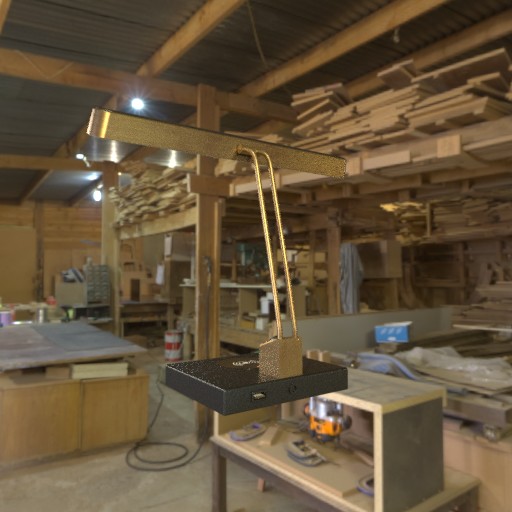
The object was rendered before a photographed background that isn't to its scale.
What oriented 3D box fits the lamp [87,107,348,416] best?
[{"bbox_3d":[0.000,0.000,0.587,0.412,0.345,0.156,1,-2,-35],"label":"lamp"}]
